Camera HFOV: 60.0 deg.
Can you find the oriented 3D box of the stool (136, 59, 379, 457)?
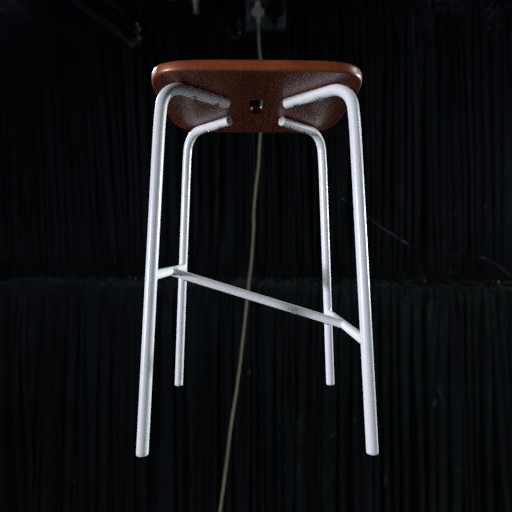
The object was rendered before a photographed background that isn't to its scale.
[{"bbox_3d":[0.000,0.000,0.864,0.376,0.610,0.376,0,1,-1],"label":"stool"}]
